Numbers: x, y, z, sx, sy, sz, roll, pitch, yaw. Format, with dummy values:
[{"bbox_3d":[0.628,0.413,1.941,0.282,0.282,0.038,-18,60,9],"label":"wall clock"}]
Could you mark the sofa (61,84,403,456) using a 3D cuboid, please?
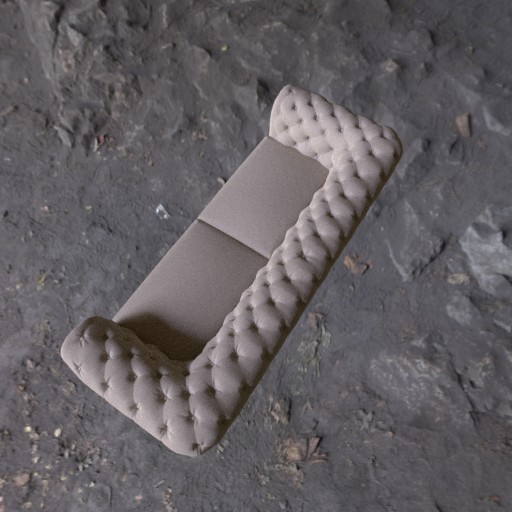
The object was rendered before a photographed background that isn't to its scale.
[{"bbox_3d":[0.000,0.000,3.224,1.076,0.847,2.694,30,67,14],"label":"sofa"}]
